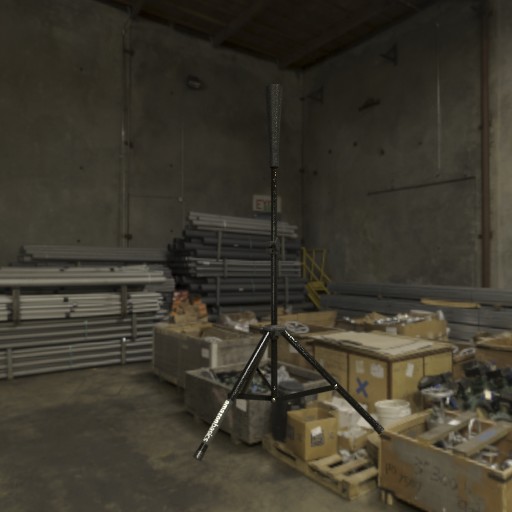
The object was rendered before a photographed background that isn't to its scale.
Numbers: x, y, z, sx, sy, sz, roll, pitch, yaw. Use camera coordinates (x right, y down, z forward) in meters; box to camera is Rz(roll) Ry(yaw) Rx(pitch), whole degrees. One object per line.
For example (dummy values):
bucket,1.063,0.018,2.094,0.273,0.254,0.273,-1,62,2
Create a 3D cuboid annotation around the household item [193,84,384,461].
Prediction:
household item,0.000,0.000,1.402,0.559,1.067,0.559,1,-2,-35
